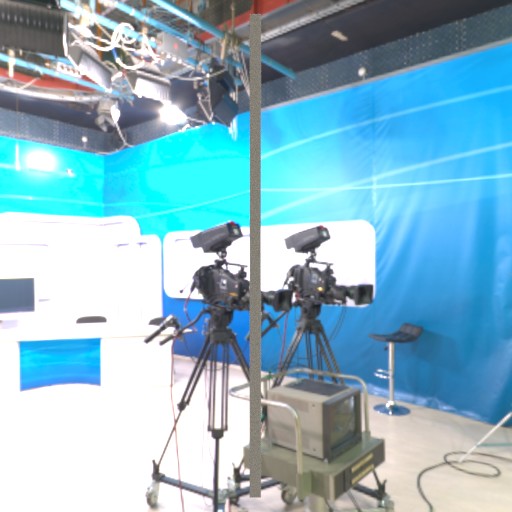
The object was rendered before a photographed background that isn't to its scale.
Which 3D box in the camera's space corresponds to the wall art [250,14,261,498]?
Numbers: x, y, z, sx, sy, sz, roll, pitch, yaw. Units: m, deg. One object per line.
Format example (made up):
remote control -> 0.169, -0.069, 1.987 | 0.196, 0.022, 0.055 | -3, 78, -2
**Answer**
wall art -> 0.000, 0.000, 0.679 | 0.013, 0.533, 0.381 | 0, 0, 0
